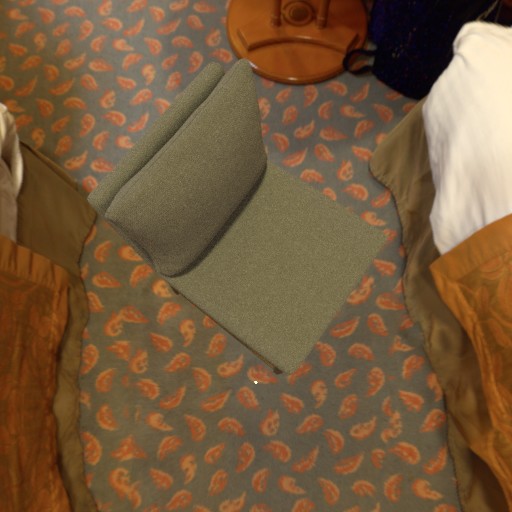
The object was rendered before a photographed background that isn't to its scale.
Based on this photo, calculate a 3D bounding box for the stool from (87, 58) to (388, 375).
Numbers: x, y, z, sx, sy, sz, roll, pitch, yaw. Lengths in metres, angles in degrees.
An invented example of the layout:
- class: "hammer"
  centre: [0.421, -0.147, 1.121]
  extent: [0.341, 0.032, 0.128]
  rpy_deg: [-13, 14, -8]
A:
- class: "stool"
  centre: [0.000, 0.000, 1.334]
  extent: [0.569, 1.031, 0.463]
  rpy_deg: [36, 77, 9]
